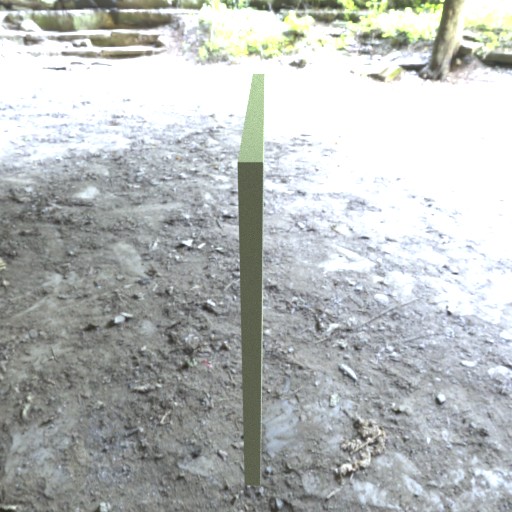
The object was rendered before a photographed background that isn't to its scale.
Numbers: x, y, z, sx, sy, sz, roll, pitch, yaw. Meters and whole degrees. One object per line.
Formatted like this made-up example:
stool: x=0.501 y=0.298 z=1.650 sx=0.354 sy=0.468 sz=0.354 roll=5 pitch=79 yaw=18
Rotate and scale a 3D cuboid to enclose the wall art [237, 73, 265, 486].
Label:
wall art: x=0.000 y=0.000 z=1.136 sx=0.036 sy=0.760 sz=0.760 roll=1 pitch=31 yaw=1
